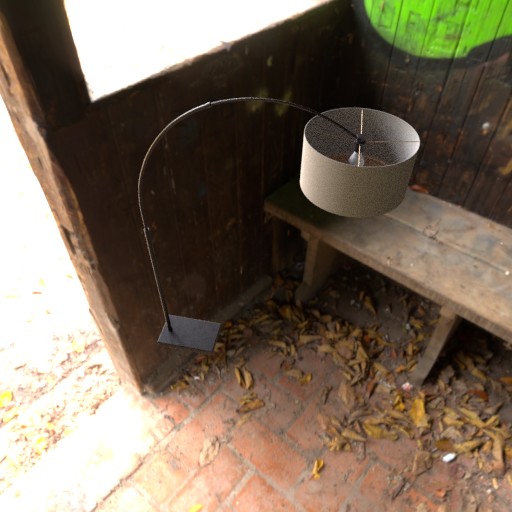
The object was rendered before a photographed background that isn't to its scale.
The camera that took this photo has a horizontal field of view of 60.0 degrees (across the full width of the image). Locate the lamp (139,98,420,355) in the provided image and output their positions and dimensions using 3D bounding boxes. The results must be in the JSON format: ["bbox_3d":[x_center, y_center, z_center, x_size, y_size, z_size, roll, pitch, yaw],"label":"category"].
[{"bbox_3d":[0.000,0.000,2.583,1.424,1.927,0.493,8,46,8],"label":"lamp"}]
